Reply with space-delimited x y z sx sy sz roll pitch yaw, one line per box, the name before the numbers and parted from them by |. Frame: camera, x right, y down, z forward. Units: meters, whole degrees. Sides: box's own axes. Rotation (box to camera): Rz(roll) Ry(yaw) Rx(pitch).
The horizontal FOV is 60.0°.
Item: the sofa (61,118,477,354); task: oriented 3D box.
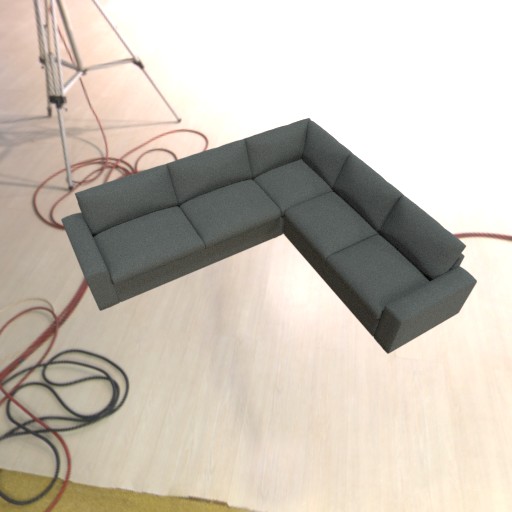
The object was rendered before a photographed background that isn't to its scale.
sofa | 0.000 0.000 4.653 3.277 0.965 2.895 -23 52 -19
